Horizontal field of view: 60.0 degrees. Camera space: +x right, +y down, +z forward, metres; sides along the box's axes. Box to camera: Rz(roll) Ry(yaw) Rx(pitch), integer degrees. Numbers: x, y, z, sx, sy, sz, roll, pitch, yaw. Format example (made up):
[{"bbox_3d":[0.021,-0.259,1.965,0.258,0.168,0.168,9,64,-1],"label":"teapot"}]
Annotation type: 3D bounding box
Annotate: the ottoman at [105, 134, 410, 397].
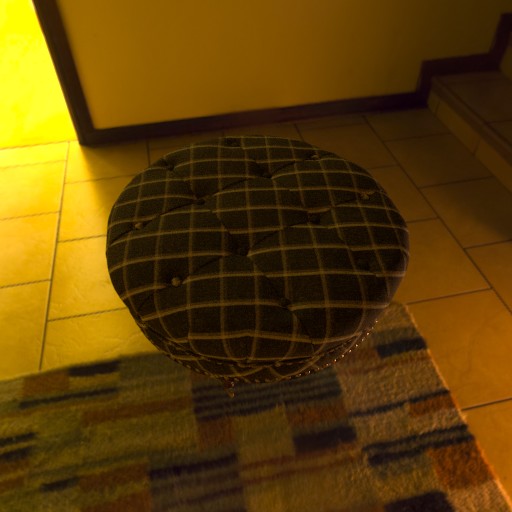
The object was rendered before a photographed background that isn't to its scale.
[{"bbox_3d":[0.000,0.000,1.432,0.901,0.439,0.901,0,47,0],"label":"ottoman"}]
